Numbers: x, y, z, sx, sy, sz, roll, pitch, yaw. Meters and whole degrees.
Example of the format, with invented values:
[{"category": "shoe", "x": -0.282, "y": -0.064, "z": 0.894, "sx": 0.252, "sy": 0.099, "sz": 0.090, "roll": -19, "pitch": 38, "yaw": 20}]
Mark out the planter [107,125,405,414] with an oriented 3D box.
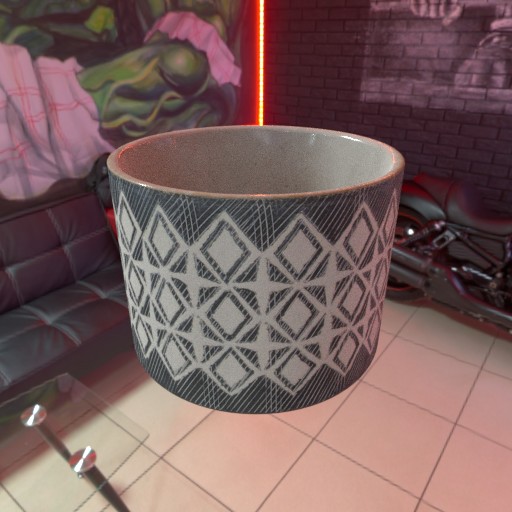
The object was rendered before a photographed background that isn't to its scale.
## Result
[{"category": "planter", "x": 0.000, "y": 0.000, "z": 0.219, "sx": 0.126, "sy": 0.104, "sz": 0.126, "roll": 0, "pitch": 26, "yaw": 0}]
